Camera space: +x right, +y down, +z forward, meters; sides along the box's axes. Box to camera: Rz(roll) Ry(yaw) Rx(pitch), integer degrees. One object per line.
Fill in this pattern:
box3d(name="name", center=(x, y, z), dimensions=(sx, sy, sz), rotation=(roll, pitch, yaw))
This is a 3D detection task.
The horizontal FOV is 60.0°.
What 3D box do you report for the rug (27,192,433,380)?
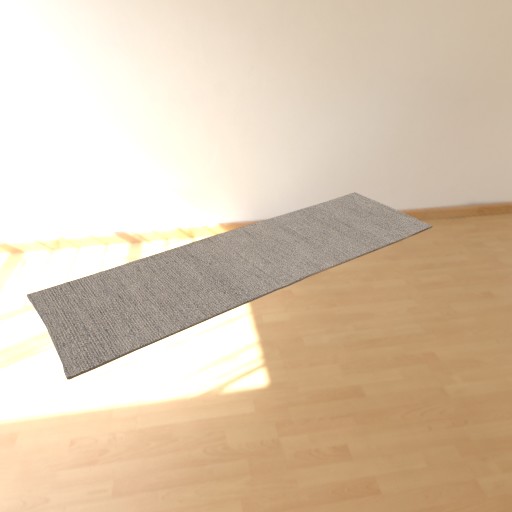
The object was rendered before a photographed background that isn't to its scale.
box3d(name="rug", center=(0.000, 0.000, 2.544), dimensions=(2.320, 0.032, 0.692), rotation=(-20, 36, -29))
